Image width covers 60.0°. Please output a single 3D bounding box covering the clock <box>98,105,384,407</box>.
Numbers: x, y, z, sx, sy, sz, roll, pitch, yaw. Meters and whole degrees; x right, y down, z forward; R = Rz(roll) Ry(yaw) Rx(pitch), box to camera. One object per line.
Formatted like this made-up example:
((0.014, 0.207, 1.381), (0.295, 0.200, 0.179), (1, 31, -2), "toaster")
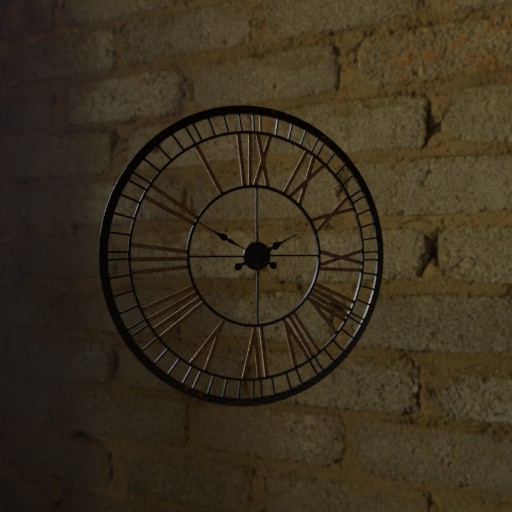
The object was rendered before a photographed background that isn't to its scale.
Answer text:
((0.000, 0.000, 1.259), (0.843, 0.843, 0.025), (0, 0, -20), "clock")
